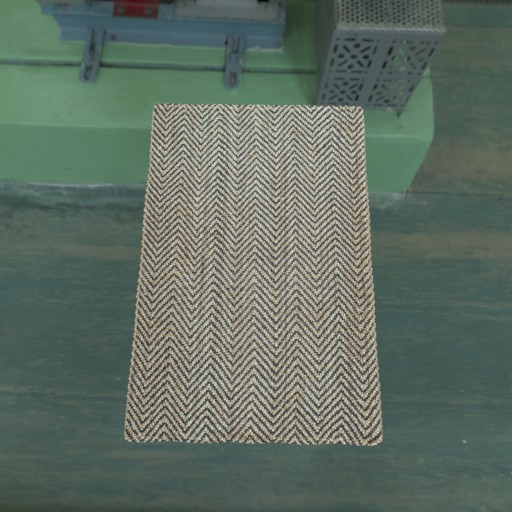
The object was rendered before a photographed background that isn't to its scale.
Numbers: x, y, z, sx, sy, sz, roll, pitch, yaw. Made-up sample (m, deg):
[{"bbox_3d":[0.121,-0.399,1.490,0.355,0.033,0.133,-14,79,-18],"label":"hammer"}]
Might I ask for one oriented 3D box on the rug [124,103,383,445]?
[{"bbox_3d":[0.000,0.000,2.326,1.219,0.008,1.828,1,74,0],"label":"rug"}]
